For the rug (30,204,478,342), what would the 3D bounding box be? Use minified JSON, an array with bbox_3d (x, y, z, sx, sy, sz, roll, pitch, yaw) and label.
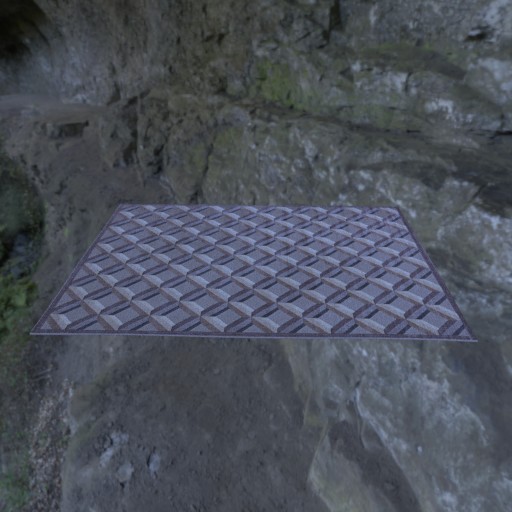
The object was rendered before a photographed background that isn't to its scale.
[{"bbox_3d":[0.000,0.000,2.909,2.260,0.013,1.600,1,31,1],"label":"rug"}]
